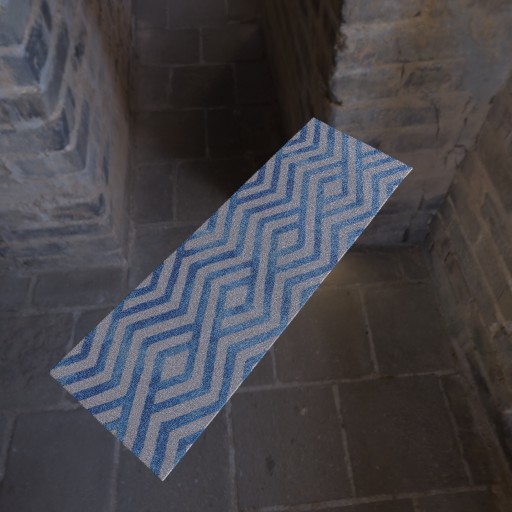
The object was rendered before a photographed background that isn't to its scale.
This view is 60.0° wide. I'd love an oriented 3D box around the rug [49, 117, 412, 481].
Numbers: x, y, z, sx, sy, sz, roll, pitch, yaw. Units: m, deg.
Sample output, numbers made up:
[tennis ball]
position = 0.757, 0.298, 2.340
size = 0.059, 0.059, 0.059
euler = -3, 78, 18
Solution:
[rug]
position = 0.000, 0.000, 1.630
size = 0.503, 0.007, 1.492
euler = 34, 64, 19
